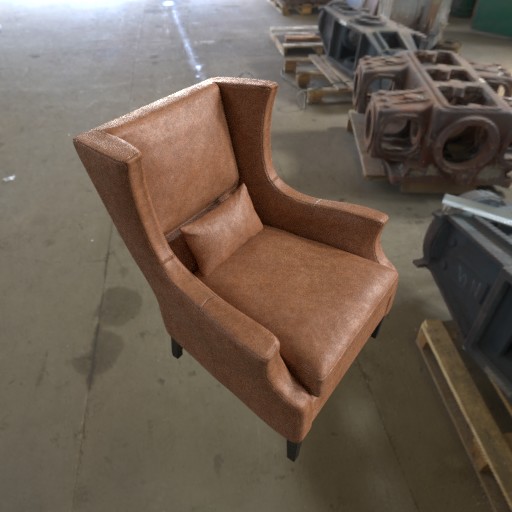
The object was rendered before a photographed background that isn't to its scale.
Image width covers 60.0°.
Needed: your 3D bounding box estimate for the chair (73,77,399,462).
[{"bbox_3d":[0.000,0.000,1.667,0.926,1.016,0.853,25,47,26],"label":"chair"}]
